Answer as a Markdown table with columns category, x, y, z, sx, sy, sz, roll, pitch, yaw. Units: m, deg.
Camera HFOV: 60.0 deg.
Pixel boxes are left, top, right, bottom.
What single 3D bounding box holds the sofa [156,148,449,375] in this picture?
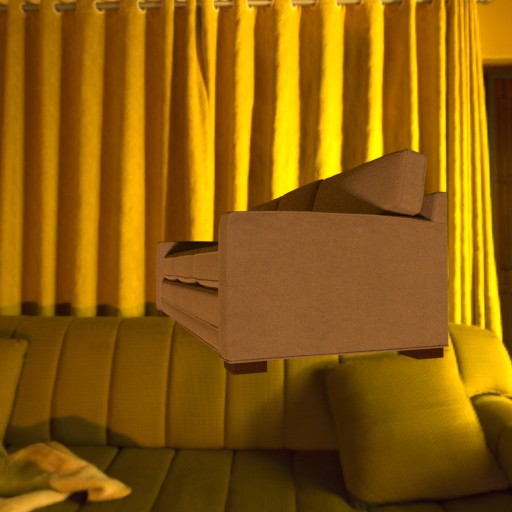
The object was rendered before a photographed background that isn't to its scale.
| category | x | y | z | sx | sy | sz | roll | pitch | yaw |
| --- | --- | --- | --- | --- | --- | --- | --- | --- | --- |
| sofa | 0.000 | 0.000 | 2.621 | 0.936 | 0.862 | 2.093 | 0 | -2 | -19 |
